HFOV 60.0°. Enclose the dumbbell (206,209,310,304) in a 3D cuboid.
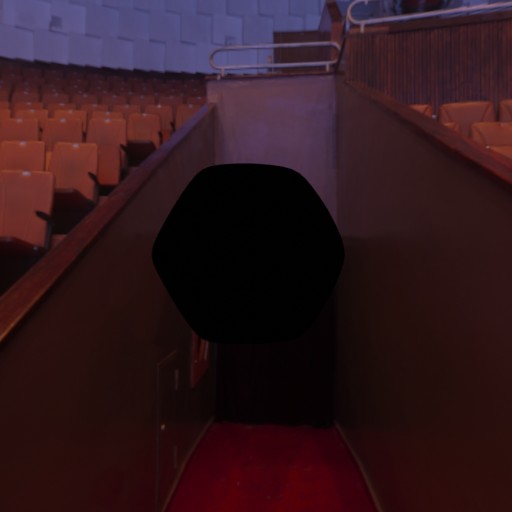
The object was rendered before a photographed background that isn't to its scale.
[{"bbox_3d":[0.000,0.000,0.148,0.047,0.043,0.123,0,0,1],"label":"dumbbell"}]
